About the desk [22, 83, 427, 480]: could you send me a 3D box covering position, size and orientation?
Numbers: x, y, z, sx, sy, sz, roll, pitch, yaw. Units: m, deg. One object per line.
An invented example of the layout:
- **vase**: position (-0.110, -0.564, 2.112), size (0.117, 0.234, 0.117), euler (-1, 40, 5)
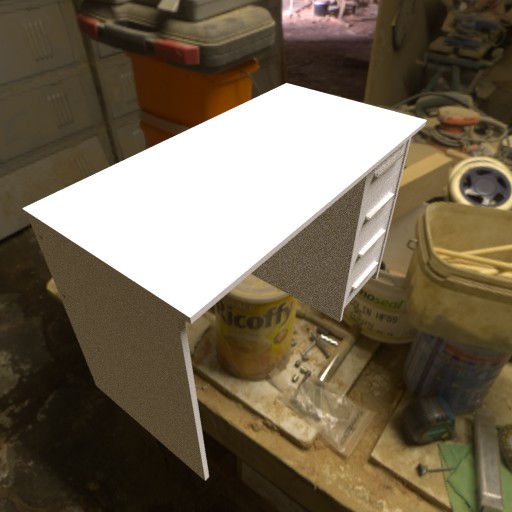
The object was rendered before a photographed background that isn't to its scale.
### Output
- **desk**: position (0.000, 0.000, 1.489), size (0.560, 0.730, 1.096), euler (27, 47, 28)
